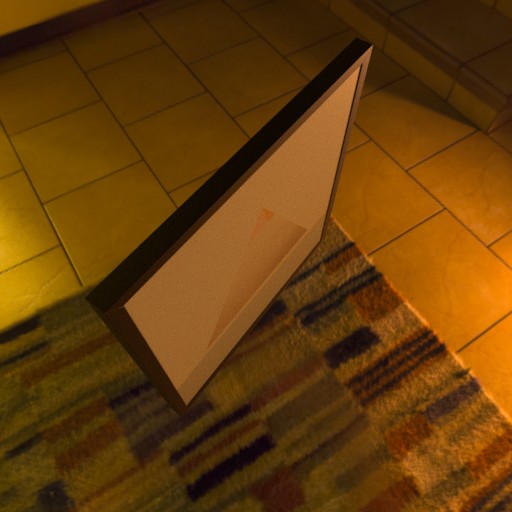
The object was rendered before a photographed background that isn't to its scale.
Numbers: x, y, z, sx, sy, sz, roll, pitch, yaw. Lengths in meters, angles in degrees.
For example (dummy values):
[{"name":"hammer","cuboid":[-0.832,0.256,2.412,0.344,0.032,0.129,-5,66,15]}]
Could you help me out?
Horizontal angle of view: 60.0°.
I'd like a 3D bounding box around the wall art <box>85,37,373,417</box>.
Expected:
[{"name":"wall art","cuboid":[0.000,0.000,0.747,0.028,0.511,0.513,33,65,18]}]
